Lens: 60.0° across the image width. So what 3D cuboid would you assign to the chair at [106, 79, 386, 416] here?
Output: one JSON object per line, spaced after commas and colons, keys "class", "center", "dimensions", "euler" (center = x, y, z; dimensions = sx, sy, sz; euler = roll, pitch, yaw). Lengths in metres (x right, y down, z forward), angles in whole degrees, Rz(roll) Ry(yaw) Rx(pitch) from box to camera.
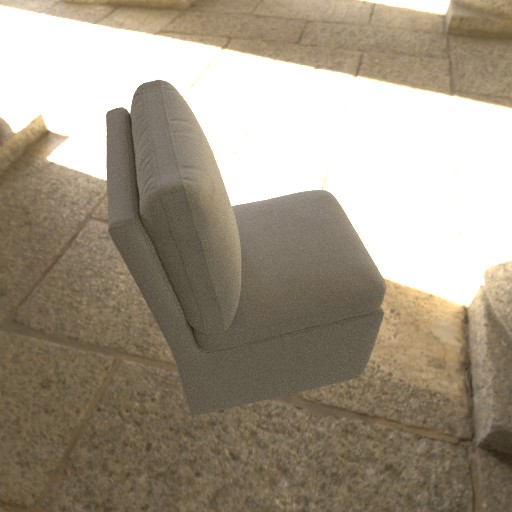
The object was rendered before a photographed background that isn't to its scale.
{"class": "chair", "center": [0.000, 0.000, 1.329], "dimensions": [0.698, 0.927, 0.503], "euler": [-10, 47, -10]}
